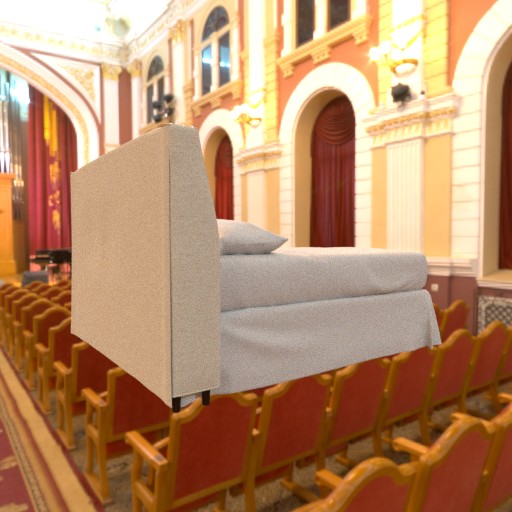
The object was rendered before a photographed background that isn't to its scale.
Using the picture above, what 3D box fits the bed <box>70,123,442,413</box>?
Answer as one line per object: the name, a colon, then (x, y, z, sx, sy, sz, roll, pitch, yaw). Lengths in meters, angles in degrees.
bed: (0.000, 0.000, 3.376, 2.276, 1.332, 1.925, -2, 3, -35)
